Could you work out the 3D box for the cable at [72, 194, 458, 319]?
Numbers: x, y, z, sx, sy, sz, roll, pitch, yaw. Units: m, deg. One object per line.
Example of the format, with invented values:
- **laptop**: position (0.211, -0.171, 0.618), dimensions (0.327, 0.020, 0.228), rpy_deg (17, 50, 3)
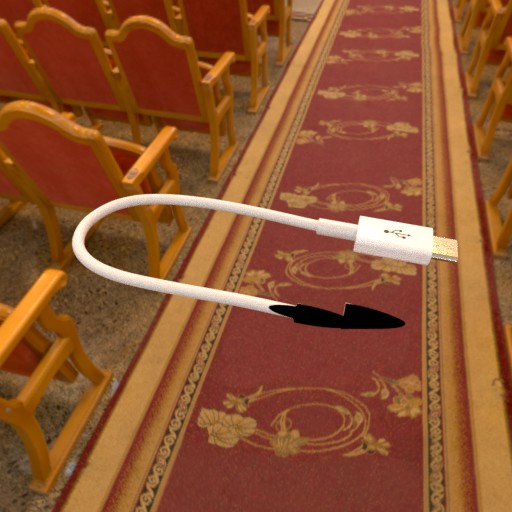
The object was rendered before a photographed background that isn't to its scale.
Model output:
- **cable**: position (0.000, 0.000, 0.112), dimensions (0.098, 0.006, 0.040), rpy_deg (11, 48, 10)
